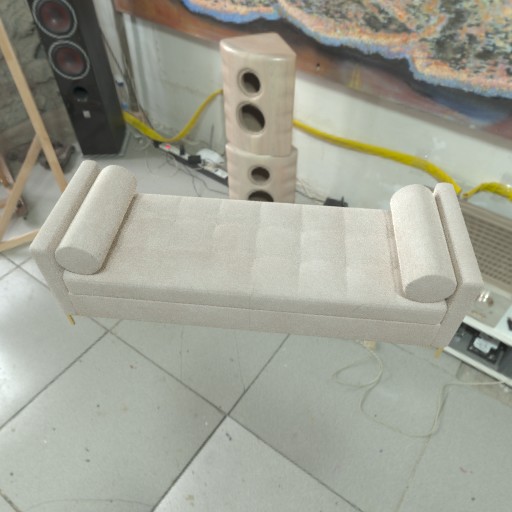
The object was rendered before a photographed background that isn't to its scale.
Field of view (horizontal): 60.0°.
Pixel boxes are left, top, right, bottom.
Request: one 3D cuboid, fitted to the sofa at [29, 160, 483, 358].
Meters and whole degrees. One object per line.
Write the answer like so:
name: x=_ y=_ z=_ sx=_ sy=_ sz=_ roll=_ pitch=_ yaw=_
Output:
sofa: x=0.000 y=0.000 z=2.351 sx=1.981 sy=0.635 sz=0.686 roll=4 pitch=48 yaw=4
